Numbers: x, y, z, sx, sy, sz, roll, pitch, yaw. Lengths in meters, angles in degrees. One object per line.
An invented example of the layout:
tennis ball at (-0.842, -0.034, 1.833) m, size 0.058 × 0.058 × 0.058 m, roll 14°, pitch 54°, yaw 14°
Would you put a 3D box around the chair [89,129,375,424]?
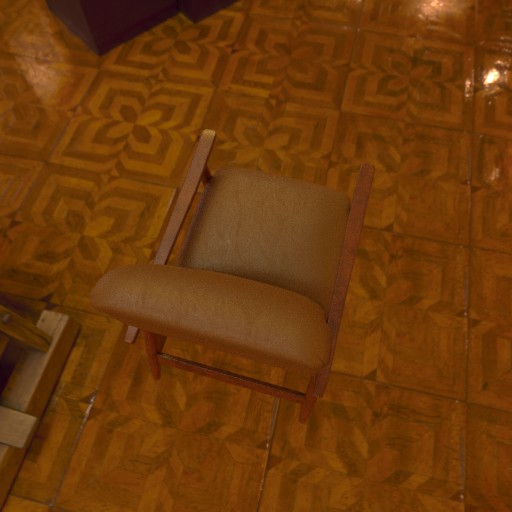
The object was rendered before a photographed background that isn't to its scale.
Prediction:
chair at (0.000, 0.000, 1.763) m, size 0.762 × 1.082 × 1.014 m, roll 14°, pitch 64°, yaw 7°
